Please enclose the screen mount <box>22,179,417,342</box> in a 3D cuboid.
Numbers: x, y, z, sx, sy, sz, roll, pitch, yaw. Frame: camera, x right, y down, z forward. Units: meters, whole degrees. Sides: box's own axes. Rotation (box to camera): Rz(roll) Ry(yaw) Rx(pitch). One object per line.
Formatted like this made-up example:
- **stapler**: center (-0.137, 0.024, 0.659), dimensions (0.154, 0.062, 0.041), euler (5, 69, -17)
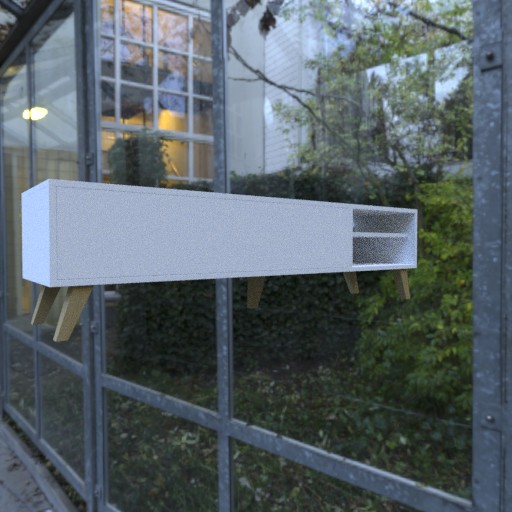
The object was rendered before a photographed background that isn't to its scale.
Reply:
- **screen mount**: center (0.000, 0.000, 1.808), dimensions (1.644, 0.432, 0.399), euler (-1, 2, -37)
